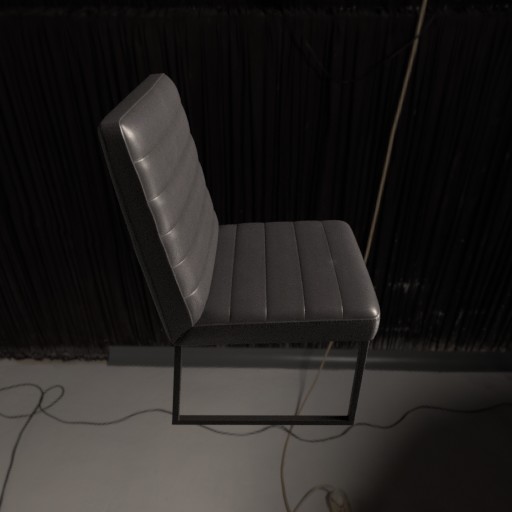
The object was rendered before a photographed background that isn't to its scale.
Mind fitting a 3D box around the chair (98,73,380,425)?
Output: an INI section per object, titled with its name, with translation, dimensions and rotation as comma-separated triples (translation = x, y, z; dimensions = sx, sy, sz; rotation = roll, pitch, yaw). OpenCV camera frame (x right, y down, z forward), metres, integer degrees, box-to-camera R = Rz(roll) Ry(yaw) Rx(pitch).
[chair]
translation = 0.000, 0.000, 1.298
dimensions = 0.634, 0.930, 0.520
rotation = 0, 32, 0
